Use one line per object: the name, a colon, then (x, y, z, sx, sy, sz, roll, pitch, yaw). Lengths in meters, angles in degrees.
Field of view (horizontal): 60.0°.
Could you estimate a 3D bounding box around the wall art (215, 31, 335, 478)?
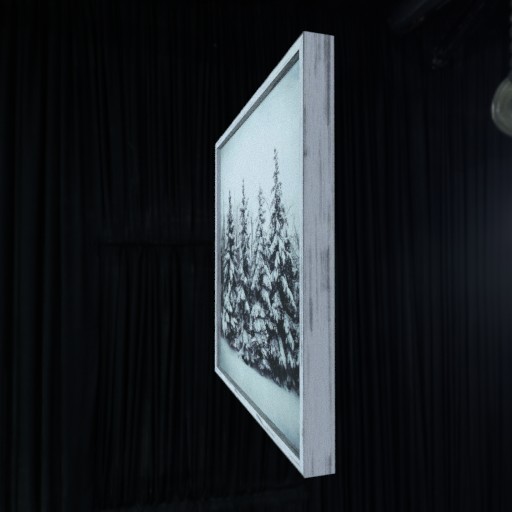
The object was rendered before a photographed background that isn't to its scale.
wall art: (0.000, 0.000, 0.749, 0.038, 0.506, 0.506, 0, -1, -17)
